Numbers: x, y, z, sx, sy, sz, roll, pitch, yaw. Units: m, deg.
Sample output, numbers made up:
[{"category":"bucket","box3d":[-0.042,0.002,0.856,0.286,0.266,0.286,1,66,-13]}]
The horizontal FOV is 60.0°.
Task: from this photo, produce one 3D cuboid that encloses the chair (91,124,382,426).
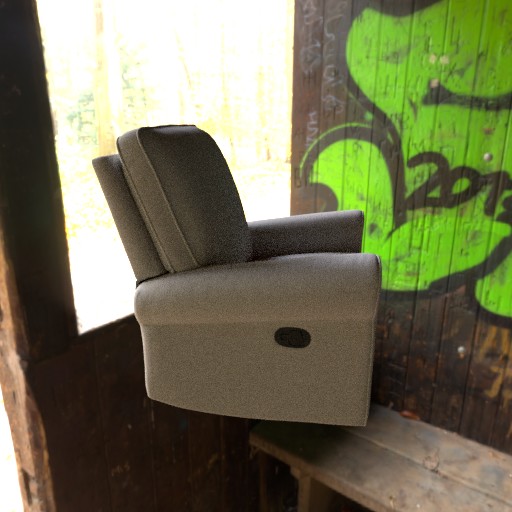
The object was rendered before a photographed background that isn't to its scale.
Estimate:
[{"category":"chair","box3d":[0.000,0.000,1.682,0.878,0.960,0.890,3,17,9]}]
